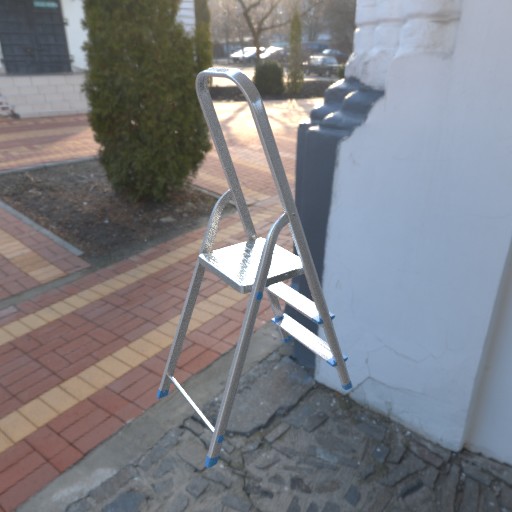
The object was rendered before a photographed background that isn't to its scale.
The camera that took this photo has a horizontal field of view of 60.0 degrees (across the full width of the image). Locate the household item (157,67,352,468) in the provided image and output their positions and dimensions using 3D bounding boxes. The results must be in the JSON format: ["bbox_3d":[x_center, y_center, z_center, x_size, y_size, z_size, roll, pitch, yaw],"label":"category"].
[{"bbox_3d":[0.000,0.000,1.549,0.687,1.215,0.420,-16,29,-32],"label":"household item"}]
